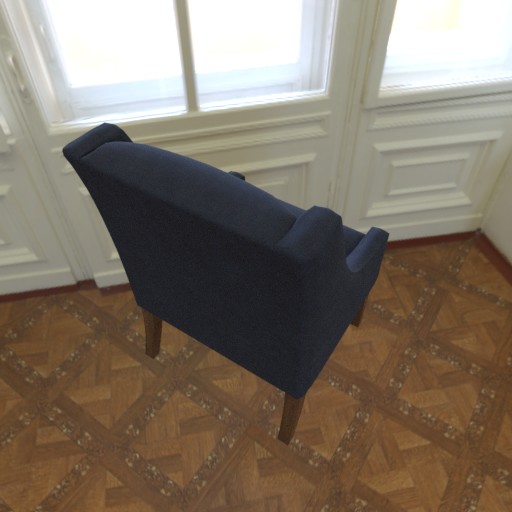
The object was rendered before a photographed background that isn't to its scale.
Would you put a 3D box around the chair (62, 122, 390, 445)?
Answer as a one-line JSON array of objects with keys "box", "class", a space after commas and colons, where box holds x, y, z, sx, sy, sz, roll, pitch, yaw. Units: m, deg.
[{"box": [0.000, 0.000, 1.333, 0.629, 0.895, 0.629, 25, 51, 22], "class": "chair"}]
